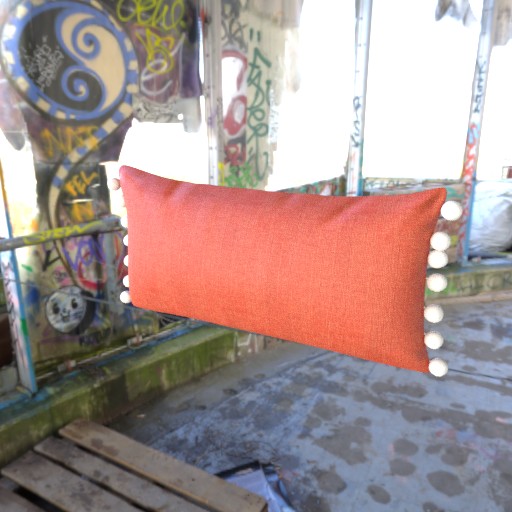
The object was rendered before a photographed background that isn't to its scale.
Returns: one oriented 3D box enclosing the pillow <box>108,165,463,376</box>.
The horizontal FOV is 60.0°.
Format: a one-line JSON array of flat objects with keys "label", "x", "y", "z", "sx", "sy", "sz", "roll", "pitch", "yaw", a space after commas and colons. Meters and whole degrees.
[{"label": "pillow", "x": 0.000, "y": 0.000, "z": 0.843, "sx": 0.709, "sy": 0.322, "sz": 0.201, "roll": 8, "pitch": 17, "yaw": 28}]
